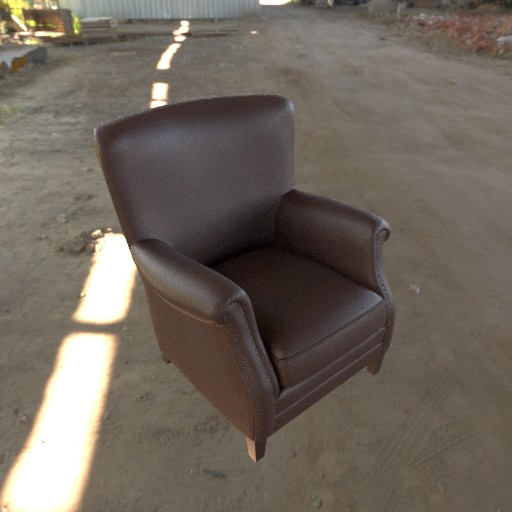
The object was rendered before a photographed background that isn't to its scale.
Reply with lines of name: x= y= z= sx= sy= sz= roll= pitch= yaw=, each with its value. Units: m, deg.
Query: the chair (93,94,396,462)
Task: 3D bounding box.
chair: x=0.000 y=0.000 z=1.345 sx=0.700 sy=0.800 sz=0.746 roll=-23 pitch=38 yaw=-33
